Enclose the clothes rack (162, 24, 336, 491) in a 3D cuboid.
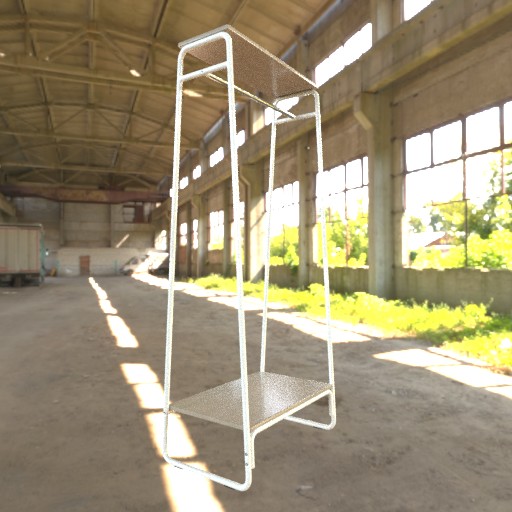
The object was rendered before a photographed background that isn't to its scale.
[{"bbox_3d":[0.000,0.000,1.768,0.400,1.512,0.640,0,0,35],"label":"clothes rack"}]
